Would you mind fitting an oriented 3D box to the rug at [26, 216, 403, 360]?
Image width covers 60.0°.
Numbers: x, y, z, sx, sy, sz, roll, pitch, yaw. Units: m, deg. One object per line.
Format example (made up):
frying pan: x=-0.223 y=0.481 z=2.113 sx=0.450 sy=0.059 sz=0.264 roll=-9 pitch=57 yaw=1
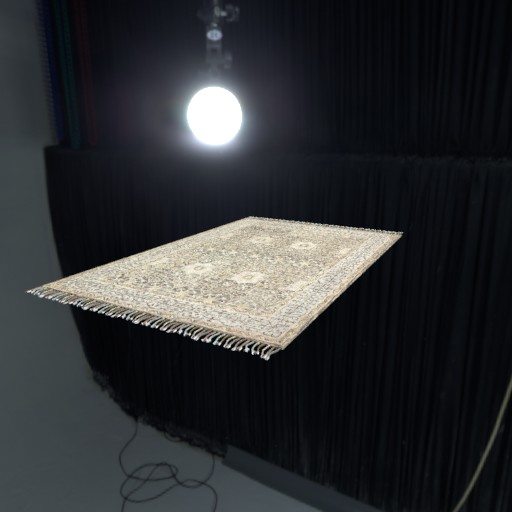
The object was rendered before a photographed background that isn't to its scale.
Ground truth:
rug: x=0.000 y=0.000 z=2.527 sx=1.237 sy=0.010 sz=2.029 roll=9 pitch=18 yaw=28
